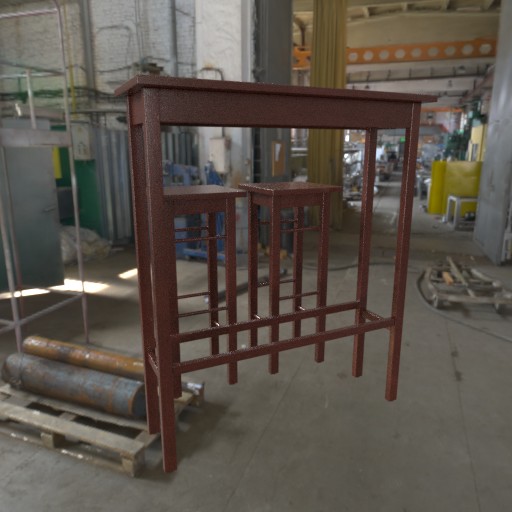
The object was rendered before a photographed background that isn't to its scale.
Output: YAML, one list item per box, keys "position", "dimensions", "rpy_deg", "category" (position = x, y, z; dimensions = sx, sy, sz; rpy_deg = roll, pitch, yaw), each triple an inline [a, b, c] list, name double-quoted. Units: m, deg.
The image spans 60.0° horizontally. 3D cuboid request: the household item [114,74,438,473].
- position: [0.000, 0.000, 1.587]
  dimensions: [0.914, 1.067, 0.676]
  rpy_deg: [-7, 15, -25]
  category: "household item"
